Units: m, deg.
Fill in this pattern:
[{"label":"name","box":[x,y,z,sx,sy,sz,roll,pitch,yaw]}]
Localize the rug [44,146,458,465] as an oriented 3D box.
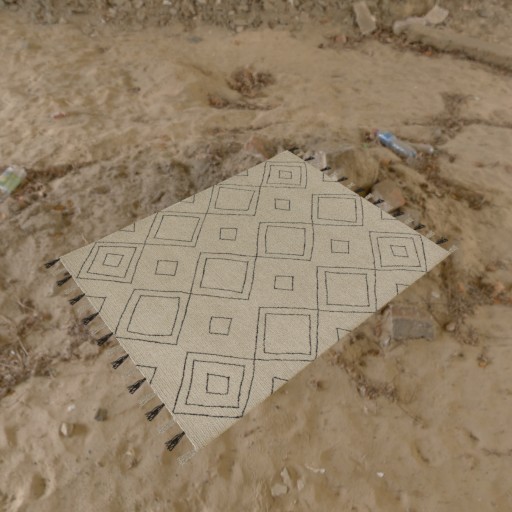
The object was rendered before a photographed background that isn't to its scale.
[{"label":"rug","box":[0.000,0.000,4.232,3.221,0.026,2.342,-31,53,-26]}]
